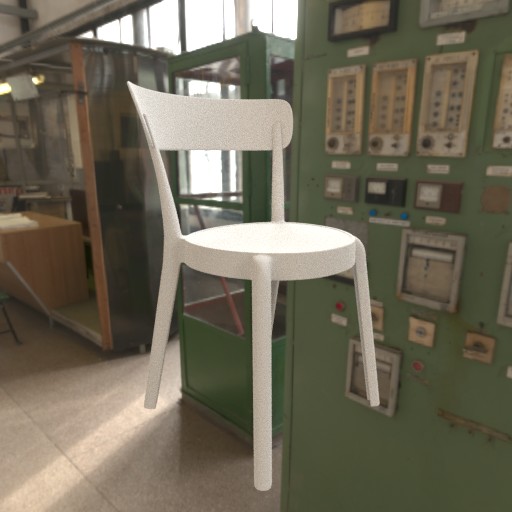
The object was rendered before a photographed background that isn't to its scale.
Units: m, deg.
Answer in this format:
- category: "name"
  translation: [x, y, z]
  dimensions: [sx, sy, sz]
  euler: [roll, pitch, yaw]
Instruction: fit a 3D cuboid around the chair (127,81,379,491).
- category: "chair"
  translation: [0.000, 0.000, 1.091]
  dimensions: [0.491, 0.790, 0.506]
  euler: [13, 18, 43]
